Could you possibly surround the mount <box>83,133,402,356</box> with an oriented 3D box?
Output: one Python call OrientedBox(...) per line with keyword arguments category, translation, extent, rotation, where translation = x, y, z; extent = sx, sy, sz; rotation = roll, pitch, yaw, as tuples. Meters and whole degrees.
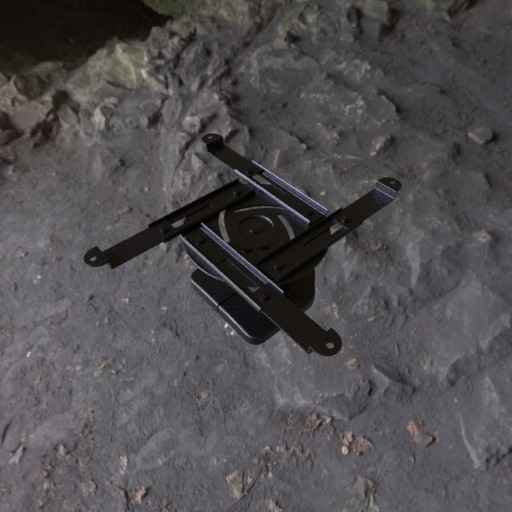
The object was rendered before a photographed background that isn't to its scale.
OrientedBox(category="mount", translation=(0.000, 0.000, 0.606), extent=(0.394, 0.141, 0.394), rotation=(-32, 54, -27))
